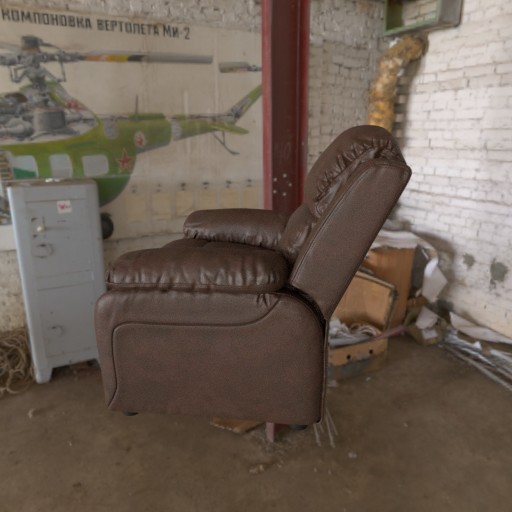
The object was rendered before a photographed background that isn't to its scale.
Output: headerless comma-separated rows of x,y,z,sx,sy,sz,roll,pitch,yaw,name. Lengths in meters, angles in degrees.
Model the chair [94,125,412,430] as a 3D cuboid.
0.000,0.000,1.239,0.707,0.702,0.680,3,16,9,chair
